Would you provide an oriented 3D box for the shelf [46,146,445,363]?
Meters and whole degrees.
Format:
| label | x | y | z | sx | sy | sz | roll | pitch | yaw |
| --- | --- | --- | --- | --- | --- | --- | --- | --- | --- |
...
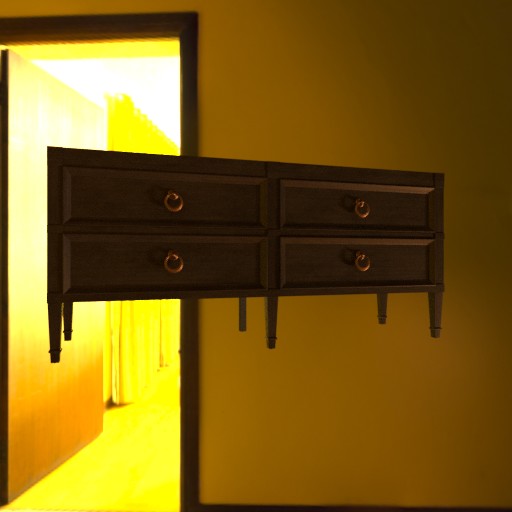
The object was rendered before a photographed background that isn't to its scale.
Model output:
| label | x | y | z | sx | sy | sz | roll | pitch | yaw |
| --- | --- | --- | --- | --- | --- | --- | --- | --- | --- |
| shelf | 0.000 | 0.000 | 1.896 | 1.575 | 0.719 | 0.479 | 0 | 0 | -18 |
